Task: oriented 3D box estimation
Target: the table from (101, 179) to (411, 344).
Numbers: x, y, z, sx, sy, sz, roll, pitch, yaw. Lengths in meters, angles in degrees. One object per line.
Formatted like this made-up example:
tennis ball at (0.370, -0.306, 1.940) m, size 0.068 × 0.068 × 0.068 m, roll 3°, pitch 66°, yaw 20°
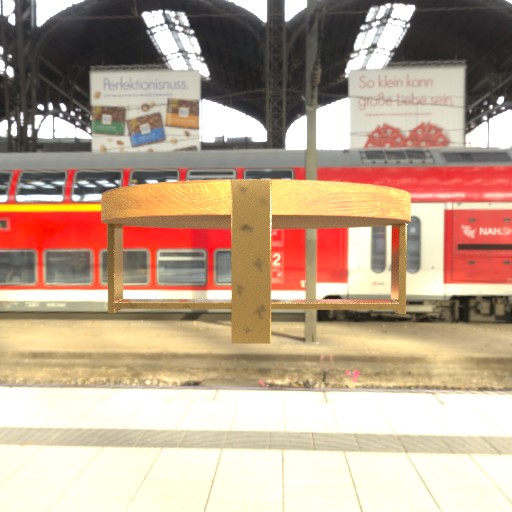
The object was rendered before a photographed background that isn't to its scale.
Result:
table at (0.000, 0.000, 1.679) m, size 1.100 × 0.420 × 1.100 m, roll 0°, pitch 2°, yaw 0°
